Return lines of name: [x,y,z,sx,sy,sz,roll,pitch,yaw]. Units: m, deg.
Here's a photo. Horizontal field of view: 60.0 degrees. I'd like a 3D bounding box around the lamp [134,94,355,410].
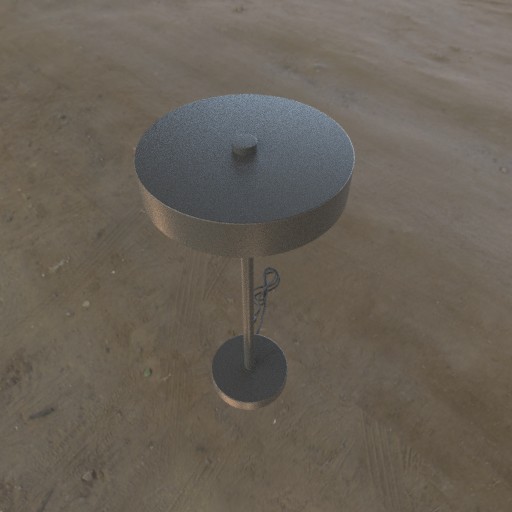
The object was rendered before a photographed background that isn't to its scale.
lamp: [0.000,0.000,0.692,0.229,0.508,0.369,7,48,7]
